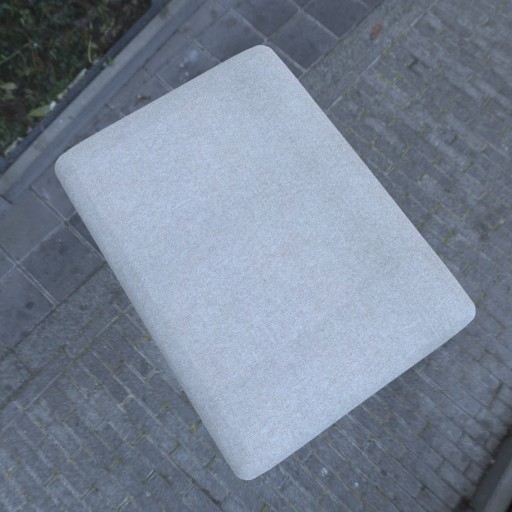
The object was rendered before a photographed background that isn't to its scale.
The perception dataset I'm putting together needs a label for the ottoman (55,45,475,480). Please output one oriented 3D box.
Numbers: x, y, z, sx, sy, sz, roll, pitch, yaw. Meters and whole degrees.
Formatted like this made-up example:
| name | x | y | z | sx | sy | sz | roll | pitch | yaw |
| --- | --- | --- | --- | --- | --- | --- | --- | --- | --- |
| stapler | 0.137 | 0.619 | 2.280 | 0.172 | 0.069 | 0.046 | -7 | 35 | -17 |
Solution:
| name | x | y | z | sx | sy | sz | roll | pitch | yaw |
| --- | --- | --- | --- | --- | --- | --- | --- | --- | --- |
| ottoman | 0.000 | 0.000 | 1.142 | 0.610 | 0.478 | 0.823 | -33 | 78 | -8 |
